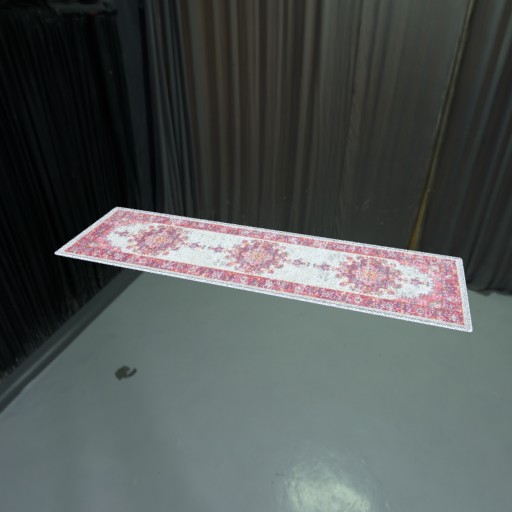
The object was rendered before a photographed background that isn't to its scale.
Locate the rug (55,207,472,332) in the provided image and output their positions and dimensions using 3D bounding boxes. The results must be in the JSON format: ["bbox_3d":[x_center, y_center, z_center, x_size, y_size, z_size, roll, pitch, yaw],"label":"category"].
[{"bbox_3d":[0.000,0.000,2.594,2.294,0.011,0.666,9,33,15],"label":"rug"}]
